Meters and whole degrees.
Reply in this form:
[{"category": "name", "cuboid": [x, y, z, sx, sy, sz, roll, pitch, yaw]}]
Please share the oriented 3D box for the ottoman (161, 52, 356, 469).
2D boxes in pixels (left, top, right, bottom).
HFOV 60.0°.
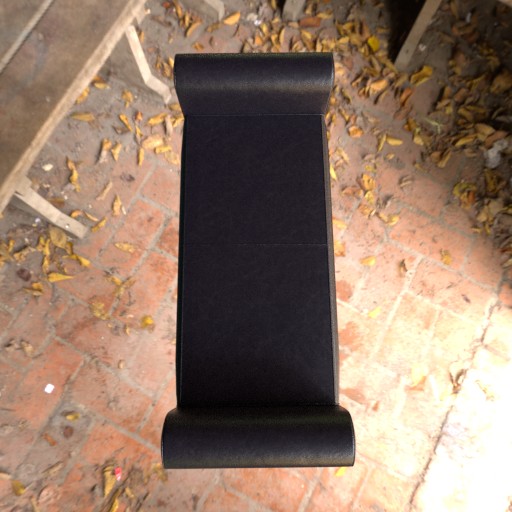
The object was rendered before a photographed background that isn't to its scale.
[{"category": "ottoman", "cuboid": [0.000, 0.000, 1.527, 0.521, 0.547, 1.256, -1, 77, 0]}]
